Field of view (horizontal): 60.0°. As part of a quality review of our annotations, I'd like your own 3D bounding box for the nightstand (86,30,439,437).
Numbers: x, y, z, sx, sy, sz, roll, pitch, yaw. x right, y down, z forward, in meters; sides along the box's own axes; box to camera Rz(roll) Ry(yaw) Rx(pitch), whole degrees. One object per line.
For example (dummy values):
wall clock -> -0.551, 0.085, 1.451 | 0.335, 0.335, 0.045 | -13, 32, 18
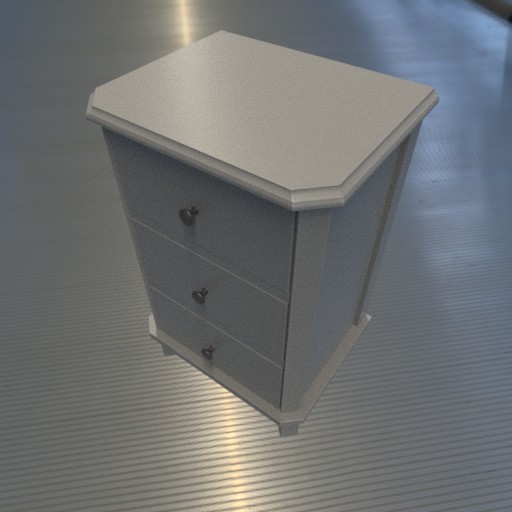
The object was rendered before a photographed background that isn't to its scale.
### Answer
nightstand -> 0.000, 0.000, 0.894 | 0.435, 0.680, 0.348 | 27, 52, 24
